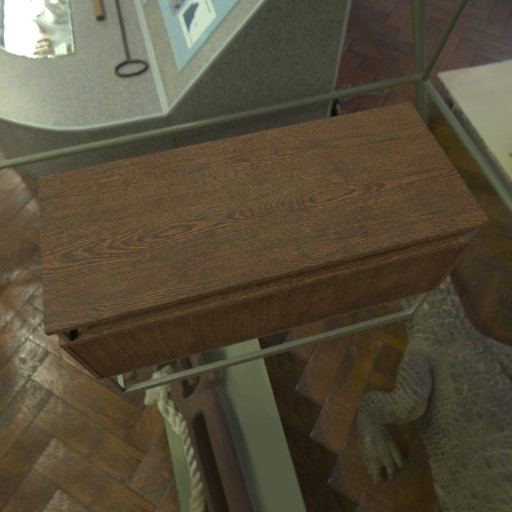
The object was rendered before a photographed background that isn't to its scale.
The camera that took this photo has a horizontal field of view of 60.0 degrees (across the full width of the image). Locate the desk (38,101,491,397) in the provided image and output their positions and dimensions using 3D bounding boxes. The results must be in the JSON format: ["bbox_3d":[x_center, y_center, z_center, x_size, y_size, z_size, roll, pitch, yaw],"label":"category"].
[{"bbox_3d":[0.000,0.000,1.807,1.384,0.792,0.610,-14,60,-8],"label":"desk"}]
